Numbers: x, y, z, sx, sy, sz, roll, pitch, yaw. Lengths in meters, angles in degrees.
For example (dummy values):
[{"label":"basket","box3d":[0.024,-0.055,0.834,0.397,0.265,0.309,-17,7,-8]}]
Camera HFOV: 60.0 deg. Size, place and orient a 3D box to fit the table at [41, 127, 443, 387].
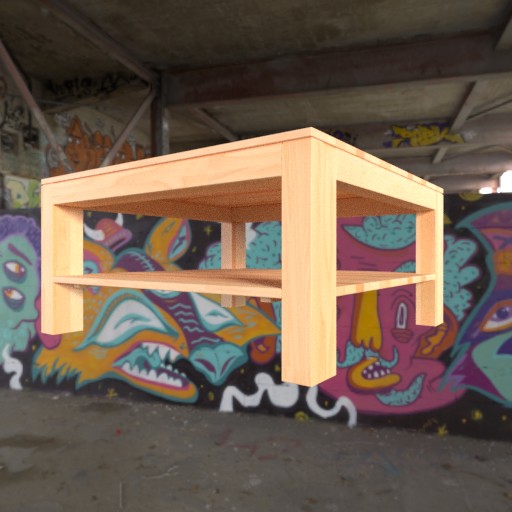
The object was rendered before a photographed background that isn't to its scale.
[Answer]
[{"label":"table","box3d":[0.000,0.000,1.394,0.900,0.450,0.900,0,0,36]}]
